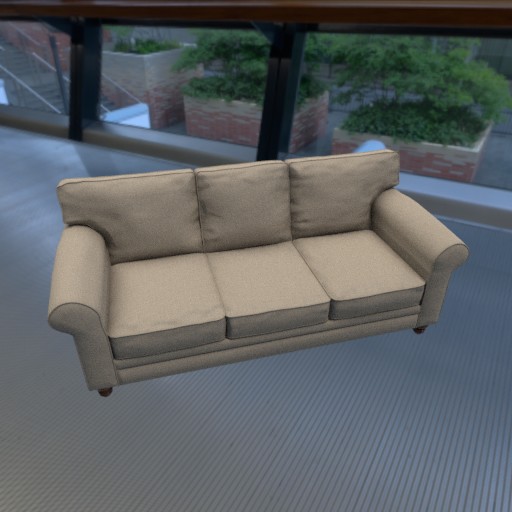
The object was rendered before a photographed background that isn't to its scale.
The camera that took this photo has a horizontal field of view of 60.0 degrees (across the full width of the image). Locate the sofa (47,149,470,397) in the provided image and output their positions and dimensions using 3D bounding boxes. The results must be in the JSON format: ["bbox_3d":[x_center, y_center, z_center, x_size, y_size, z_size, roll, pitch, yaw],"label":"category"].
[{"bbox_3d":[0.000,0.000,2.566,2.118,0.889,0.998,-8,33,-13],"label":"sofa"}]
